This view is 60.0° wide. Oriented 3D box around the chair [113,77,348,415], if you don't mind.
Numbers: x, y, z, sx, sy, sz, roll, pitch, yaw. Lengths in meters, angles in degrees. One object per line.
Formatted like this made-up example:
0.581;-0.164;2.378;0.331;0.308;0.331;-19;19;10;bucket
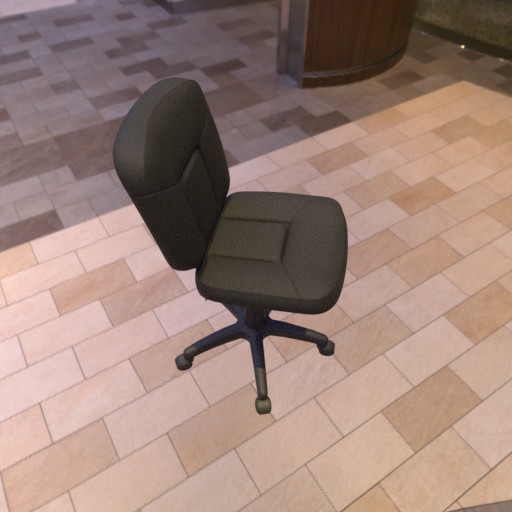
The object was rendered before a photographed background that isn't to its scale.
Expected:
0.000;0.000;1.380;0.610;0.972;0.610;9;49;8;chair
